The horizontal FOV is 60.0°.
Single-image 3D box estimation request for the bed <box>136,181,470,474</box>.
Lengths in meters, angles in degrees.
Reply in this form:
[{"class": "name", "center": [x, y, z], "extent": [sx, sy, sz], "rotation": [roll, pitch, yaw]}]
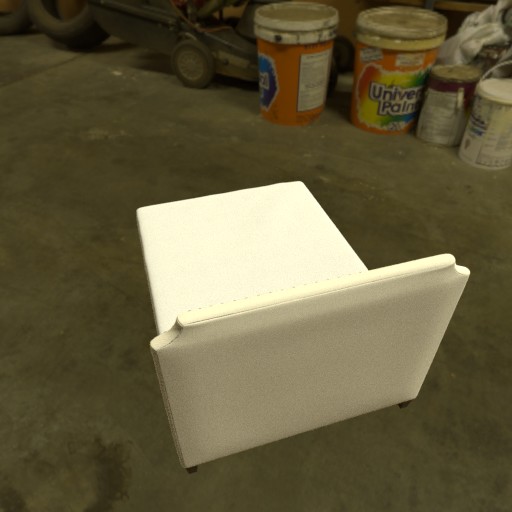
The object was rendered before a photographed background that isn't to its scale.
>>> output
[{"class": "bed", "center": [0.000, 0.000, 3.414], "extent": [1.712, 1.497, 2.372], "rotation": [-12, 42, -13]}]
